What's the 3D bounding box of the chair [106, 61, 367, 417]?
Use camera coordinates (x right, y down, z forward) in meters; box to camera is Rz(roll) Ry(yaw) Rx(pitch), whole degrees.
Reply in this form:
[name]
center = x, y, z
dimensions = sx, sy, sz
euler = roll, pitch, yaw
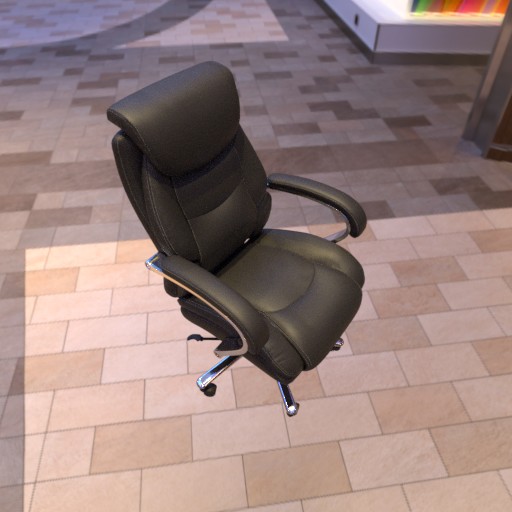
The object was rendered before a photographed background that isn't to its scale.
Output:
[chair]
center = 0.000, 0.000, 1.690
dimensions = 0.790, 1.183, 0.755
euler = 26, 49, 25
